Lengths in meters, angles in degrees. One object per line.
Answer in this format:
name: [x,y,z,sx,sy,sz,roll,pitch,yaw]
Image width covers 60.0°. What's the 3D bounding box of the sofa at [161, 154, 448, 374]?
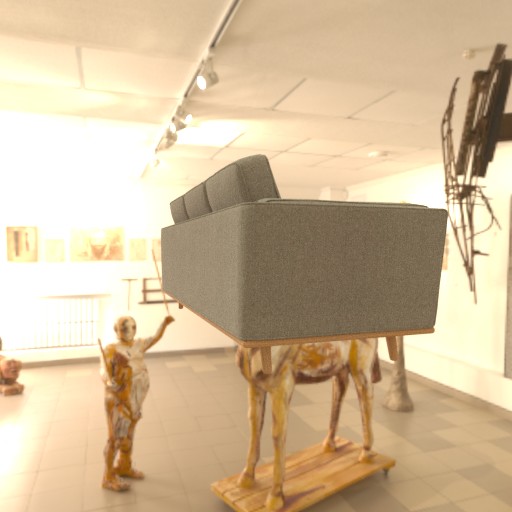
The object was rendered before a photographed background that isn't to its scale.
sofa: [0.000,0.000,2.798,0.903,0.899,2.362,0,1,-20]
